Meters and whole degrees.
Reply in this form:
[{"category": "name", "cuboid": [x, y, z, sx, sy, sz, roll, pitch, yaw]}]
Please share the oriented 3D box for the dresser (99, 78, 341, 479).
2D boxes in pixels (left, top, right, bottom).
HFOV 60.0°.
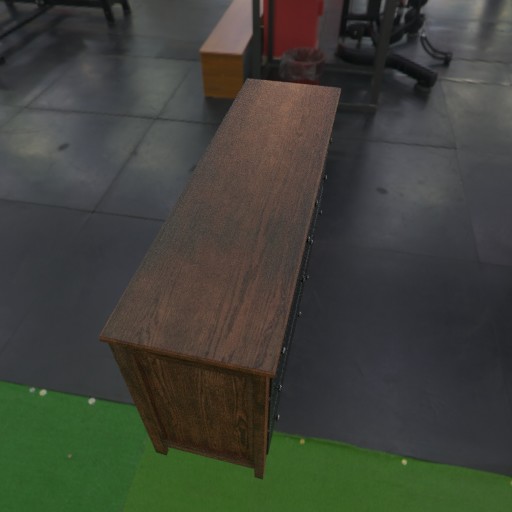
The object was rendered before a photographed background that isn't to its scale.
[{"category": "dresser", "cuboid": [0.000, 0.000, 1.929, 0.463, 0.856, 1.551, 10, 47, 9]}]
